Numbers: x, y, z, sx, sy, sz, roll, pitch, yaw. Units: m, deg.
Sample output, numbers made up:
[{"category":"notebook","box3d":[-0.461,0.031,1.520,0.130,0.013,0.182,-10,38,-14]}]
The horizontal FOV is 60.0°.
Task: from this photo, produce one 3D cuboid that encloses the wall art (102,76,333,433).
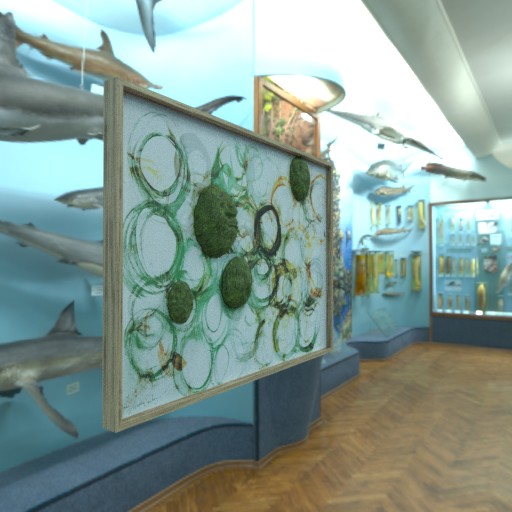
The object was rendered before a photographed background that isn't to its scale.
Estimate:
[{"category":"wall art","box3d":[0.000,0.000,1.104,0.063,0.609,0.841,0,-1,36]}]
